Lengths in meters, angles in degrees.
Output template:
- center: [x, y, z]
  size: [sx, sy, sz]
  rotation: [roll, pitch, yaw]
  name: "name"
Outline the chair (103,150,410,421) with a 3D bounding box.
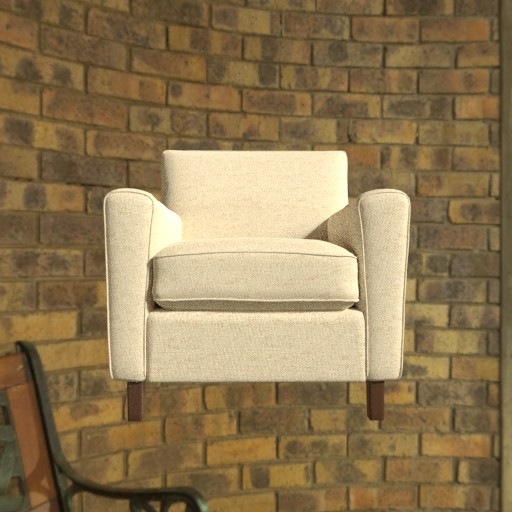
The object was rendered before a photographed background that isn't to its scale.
- center: [0.000, 0.000, 1.614]
  size: [0.870, 0.943, 0.823]
  rotation: [0, 0, -1]
  name: "chair"
